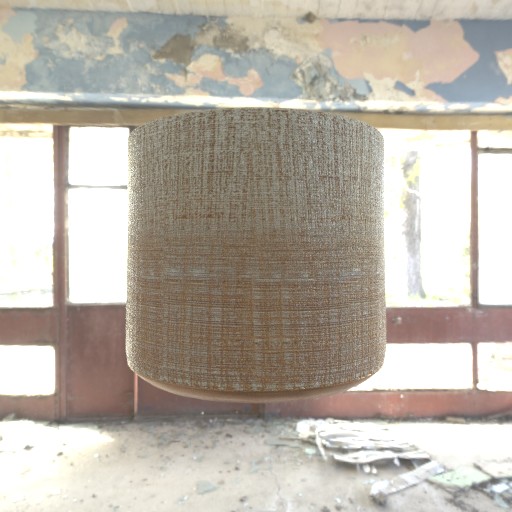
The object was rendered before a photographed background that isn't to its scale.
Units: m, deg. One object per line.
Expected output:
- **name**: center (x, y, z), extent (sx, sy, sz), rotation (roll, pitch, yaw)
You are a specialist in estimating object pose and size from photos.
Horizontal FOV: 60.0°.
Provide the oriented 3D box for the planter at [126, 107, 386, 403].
- **planter**: center (0.000, 0.000, 0.192), extent (0.109, 0.096, 0.109), rotation (0, 1, 0)
